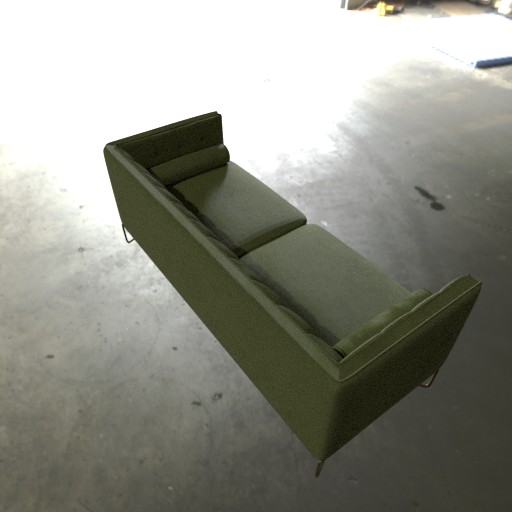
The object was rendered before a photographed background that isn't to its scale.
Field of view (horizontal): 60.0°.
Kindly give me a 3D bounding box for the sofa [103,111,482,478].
[{"bbox_3d":[0.000,0.000,2.521,0.867,0.789,2.087,-26,49,-26],"label":"sofa"}]
